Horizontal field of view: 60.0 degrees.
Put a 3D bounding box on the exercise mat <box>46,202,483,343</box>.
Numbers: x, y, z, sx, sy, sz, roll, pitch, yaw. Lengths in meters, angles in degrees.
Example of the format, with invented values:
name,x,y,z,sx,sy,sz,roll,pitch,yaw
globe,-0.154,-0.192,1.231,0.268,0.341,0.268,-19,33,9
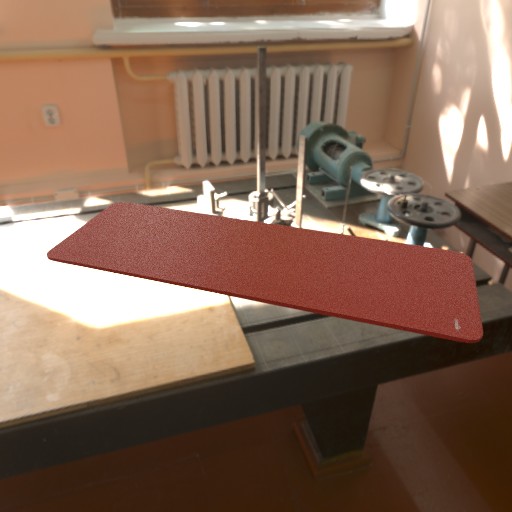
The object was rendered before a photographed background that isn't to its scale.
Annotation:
name,x,y,z,sx,sy,sz,roll,pitch,yaw
exercise mat,0.000,0.000,2.021,1.869,0.021,0.616,10,33,15
